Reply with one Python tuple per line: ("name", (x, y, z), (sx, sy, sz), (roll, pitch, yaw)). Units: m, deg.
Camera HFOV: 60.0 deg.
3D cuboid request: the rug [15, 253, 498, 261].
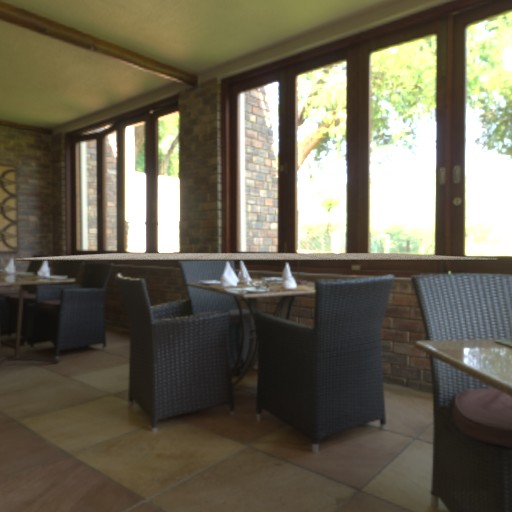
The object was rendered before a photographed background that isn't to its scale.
("rug", (0.000, 0.000, 2.288), (1.829, 0.008, 1.219), (0, 1, -1))
